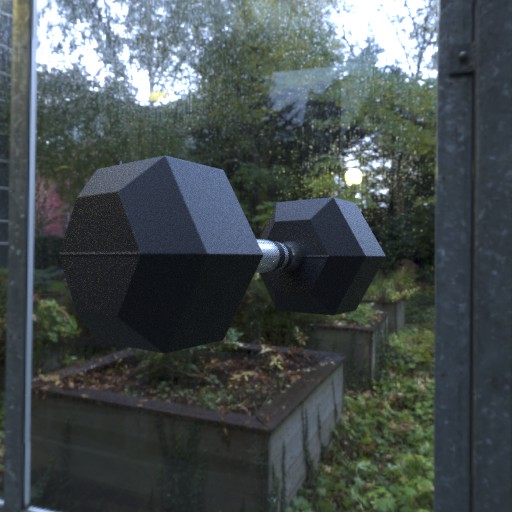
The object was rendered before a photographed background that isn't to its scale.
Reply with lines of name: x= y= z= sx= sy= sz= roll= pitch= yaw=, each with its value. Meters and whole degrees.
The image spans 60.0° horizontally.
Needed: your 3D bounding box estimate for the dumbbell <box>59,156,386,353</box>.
dumbbell: x=0.000 y=0.000 z=0.412 sx=0.142 sy=0.123 sz=0.337 roll=0 pitch=-1 yaw=36
